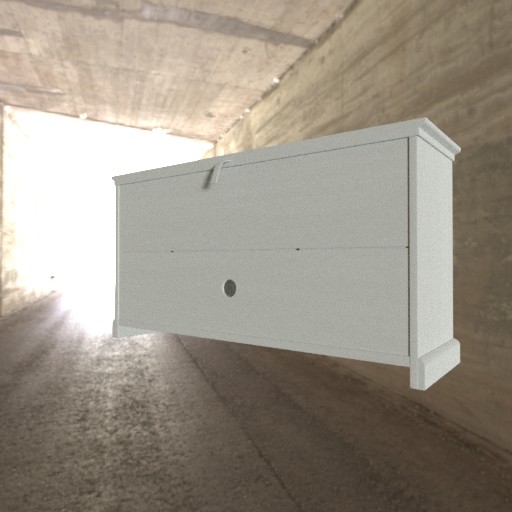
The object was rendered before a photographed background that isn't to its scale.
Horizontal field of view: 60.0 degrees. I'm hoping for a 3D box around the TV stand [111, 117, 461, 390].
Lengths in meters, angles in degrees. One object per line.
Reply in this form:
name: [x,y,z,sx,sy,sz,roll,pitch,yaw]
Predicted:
TV stand: [0.000,0.000,1.479,1.187,0.624,0.424,0,-1,37]
